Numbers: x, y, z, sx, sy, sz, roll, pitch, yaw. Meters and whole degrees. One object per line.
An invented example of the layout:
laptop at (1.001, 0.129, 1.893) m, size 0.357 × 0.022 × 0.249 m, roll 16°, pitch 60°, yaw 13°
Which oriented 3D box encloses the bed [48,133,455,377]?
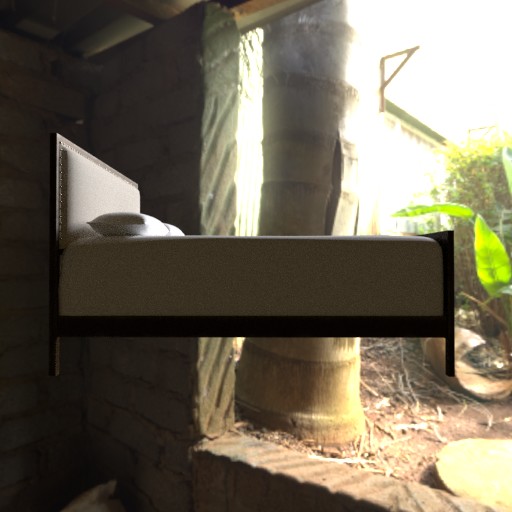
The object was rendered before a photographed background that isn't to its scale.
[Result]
bed at (0.000, 0.000, 3.185) m, size 2.221 × 1.313 × 1.607 m, roll 0°, pitch -1°, yaw 0°
